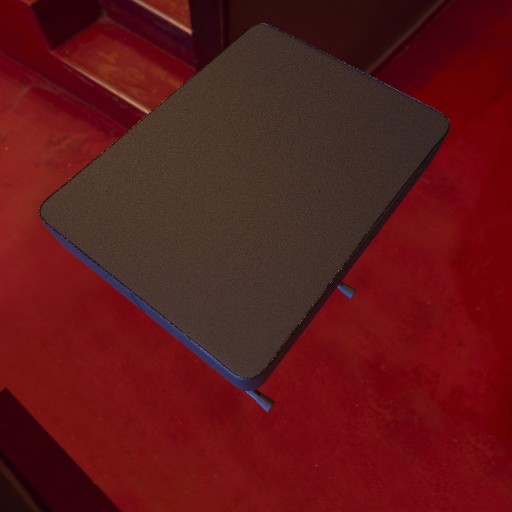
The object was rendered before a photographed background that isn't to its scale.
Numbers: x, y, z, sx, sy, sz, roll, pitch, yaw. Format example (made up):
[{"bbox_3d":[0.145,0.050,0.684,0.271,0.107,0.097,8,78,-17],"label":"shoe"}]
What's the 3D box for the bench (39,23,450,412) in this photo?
[{"bbox_3d":[0.000,0.000,0.756,0.321,0.500,0.424,35,69,16],"label":"bench"}]
